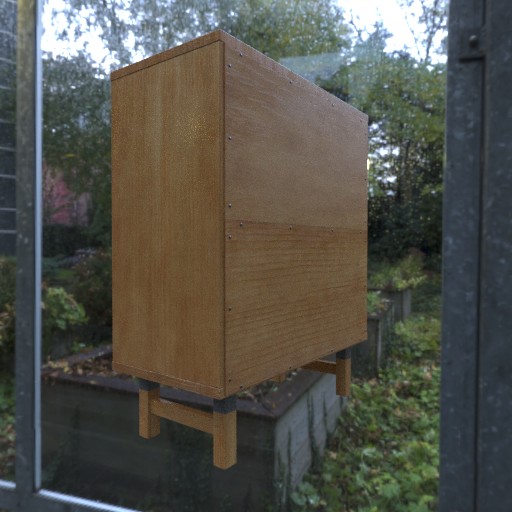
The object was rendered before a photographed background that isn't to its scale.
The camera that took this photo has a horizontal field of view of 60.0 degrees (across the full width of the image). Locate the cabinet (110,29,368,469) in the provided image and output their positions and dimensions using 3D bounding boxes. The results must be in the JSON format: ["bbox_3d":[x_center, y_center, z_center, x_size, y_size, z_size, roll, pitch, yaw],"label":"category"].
[{"bbox_3d":[0.000,0.000,1.410,0.419,1.001,0.800,1,1,37],"label":"cabinet"}]
